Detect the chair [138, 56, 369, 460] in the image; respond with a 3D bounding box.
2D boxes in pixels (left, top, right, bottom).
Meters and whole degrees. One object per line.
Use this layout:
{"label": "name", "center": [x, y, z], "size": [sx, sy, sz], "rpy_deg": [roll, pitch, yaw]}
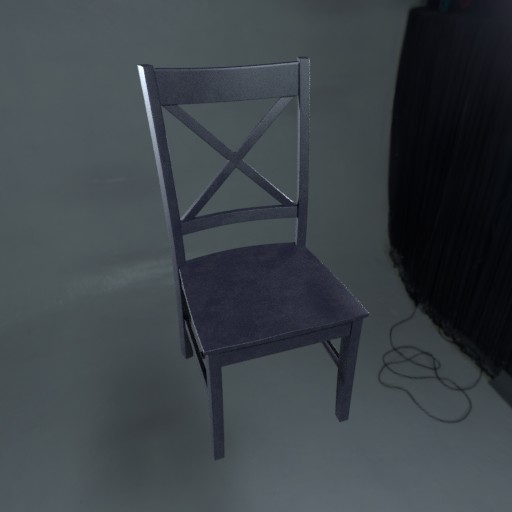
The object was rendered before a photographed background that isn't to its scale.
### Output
{"label": "chair", "center": [0.000, 0.000, 1.281], "size": [0.485, 0.983, 0.542], "rpy_deg": [-10, 33, -16]}
